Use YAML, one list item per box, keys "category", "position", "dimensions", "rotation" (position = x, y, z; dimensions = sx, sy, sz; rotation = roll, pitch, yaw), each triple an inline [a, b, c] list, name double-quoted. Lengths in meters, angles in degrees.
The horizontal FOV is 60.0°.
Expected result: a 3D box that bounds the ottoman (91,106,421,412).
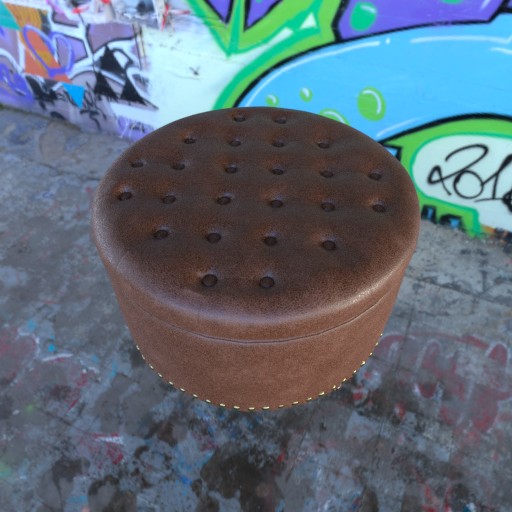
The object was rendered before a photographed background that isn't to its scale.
- category: "ottoman"
  position: [0.000, 0.000, 1.016]
  dimensions: [0.637, 0.442, 0.637]
  rotation: [0, 47, 0]
